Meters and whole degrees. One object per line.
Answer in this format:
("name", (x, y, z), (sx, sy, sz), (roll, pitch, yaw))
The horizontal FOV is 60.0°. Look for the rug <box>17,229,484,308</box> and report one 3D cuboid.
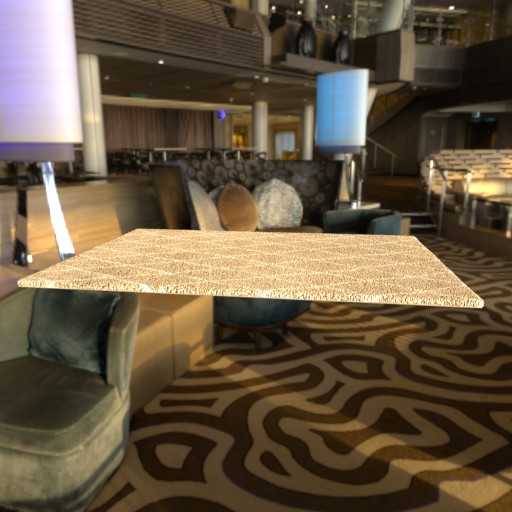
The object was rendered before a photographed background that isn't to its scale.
("rug", (0.000, 0.000, 2.243), (1.778, 0.030, 1.219), (2, 14, 8))
